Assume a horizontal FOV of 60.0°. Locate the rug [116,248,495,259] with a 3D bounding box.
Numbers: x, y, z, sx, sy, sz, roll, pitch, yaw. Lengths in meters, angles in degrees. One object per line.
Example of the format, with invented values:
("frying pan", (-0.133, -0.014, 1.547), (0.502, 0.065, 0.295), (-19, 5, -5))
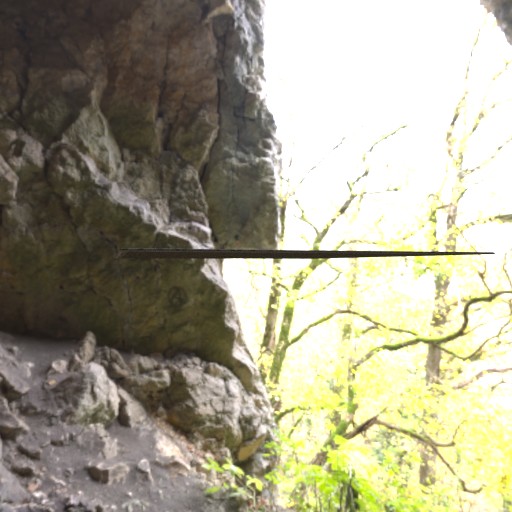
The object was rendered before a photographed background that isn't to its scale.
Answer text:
("rug", (0.000, 0.000, 4.076), (2.441, 0.017, 3.050), (0, -1, -18))
